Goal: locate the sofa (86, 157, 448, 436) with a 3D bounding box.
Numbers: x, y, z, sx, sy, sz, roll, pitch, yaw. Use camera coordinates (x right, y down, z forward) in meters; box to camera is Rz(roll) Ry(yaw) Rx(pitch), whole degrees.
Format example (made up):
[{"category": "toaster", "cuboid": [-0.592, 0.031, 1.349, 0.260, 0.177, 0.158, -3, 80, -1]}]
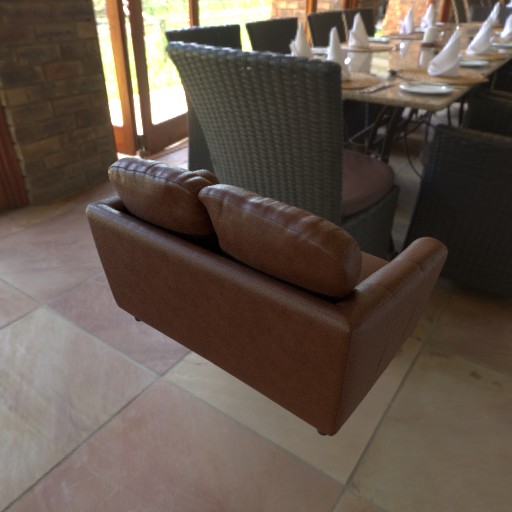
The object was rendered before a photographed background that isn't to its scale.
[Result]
[{"category": "sofa", "cuboid": [0.000, 0.000, 1.980, 1.406, 0.906, 0.805, 22, 38, 32]}]
